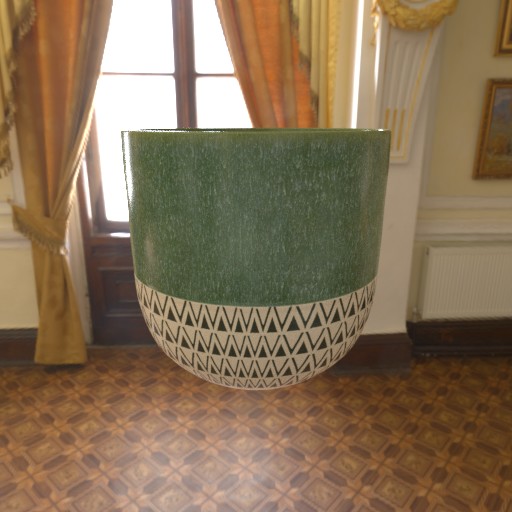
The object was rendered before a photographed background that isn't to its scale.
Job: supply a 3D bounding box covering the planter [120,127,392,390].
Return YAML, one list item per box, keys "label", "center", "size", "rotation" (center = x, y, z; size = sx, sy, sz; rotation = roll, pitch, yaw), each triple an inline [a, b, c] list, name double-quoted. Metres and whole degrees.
- label: "planter"
  center: [0.000, 0.000, 0.490]
  size: [0.266, 0.270, 0.266]
  rotation: [0, 17, 0]
